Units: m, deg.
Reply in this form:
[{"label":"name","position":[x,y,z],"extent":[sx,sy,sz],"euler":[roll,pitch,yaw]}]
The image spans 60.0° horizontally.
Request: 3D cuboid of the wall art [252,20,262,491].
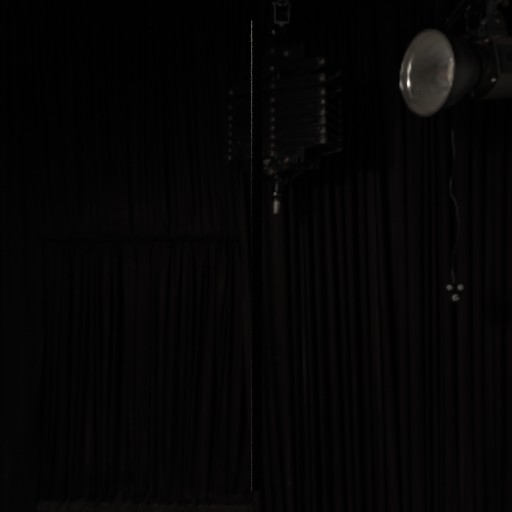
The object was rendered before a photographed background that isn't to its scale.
[{"label":"wall art","position":[0.000,0.000,0.769],"extent":[0.013,0.582,0.442],"euler":[0,0,0]}]
